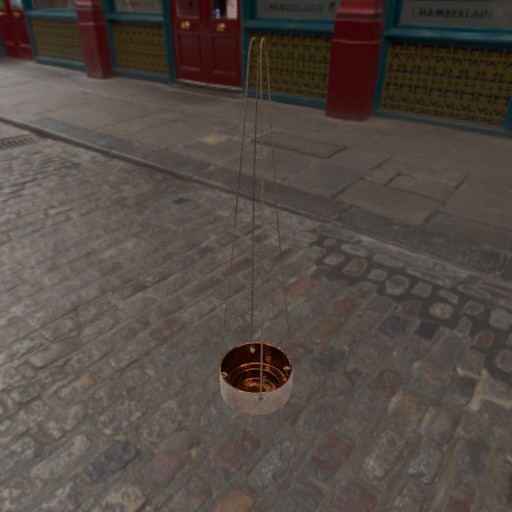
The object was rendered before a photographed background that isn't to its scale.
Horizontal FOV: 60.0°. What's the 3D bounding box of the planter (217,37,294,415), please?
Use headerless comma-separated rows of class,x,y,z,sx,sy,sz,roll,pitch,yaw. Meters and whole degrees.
planter,0.000,0.000,1.162,0.223,1.030,0.223,21,36,32
